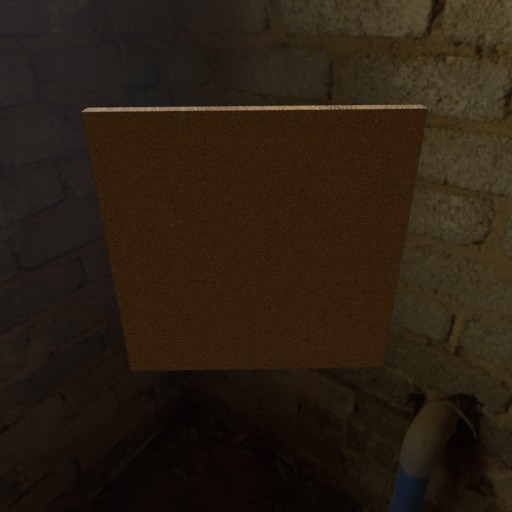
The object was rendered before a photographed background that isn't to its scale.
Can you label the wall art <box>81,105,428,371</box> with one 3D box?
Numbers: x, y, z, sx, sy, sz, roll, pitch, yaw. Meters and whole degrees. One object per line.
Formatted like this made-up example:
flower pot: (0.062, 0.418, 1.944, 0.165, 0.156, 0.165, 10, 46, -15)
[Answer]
wall art: (0.000, 0.000, 0.937, 0.611, 0.608, 0.042, 0, 29, -1)
